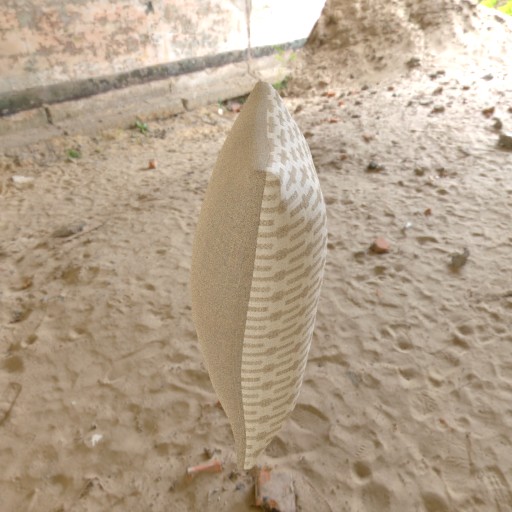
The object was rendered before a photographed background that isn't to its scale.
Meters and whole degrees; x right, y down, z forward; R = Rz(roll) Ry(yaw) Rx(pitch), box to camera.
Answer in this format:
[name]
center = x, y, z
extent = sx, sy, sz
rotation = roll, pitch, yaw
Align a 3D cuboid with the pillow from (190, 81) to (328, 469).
[pillow]
center = 0.000, 0.000, 0.774
extent = 0.219, 0.491, 0.496
rotation = 0, 31, 0
